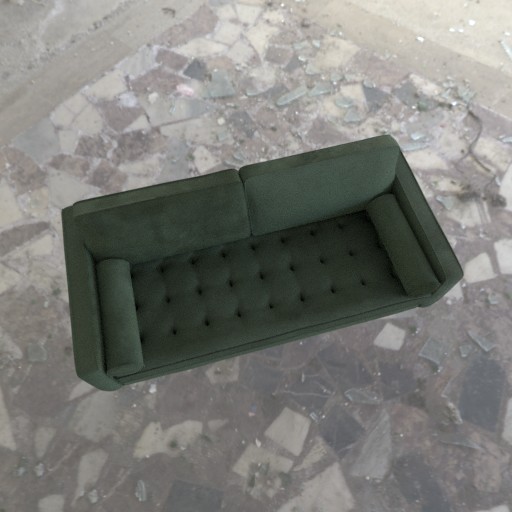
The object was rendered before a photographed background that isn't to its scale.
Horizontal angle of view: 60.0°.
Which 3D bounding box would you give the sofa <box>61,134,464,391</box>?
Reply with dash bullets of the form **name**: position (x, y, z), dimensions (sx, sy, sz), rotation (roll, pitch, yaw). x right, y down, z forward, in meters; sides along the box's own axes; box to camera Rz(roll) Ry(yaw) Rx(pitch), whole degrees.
- **sofa**: position (0.000, 0.000, 2.369), dimensions (1.880, 0.772, 0.916), rotation (-14, 64, -7)
